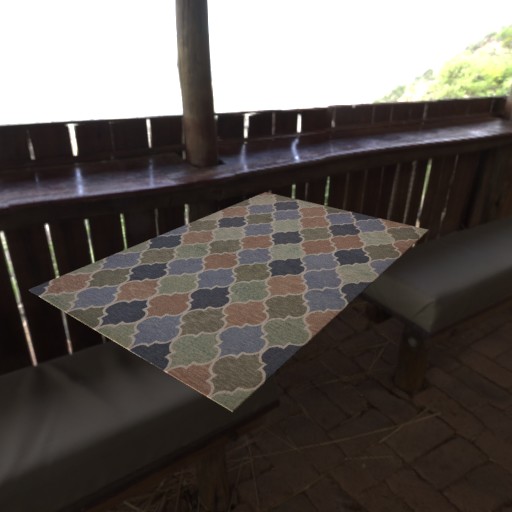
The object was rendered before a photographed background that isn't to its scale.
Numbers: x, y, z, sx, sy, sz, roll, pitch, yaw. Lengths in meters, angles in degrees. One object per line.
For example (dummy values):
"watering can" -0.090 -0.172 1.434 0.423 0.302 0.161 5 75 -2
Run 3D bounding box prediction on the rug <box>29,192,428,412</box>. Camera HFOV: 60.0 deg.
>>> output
"rug" 0.000 0.000 2.932 1.521 0.006 2.284 18 31 33
